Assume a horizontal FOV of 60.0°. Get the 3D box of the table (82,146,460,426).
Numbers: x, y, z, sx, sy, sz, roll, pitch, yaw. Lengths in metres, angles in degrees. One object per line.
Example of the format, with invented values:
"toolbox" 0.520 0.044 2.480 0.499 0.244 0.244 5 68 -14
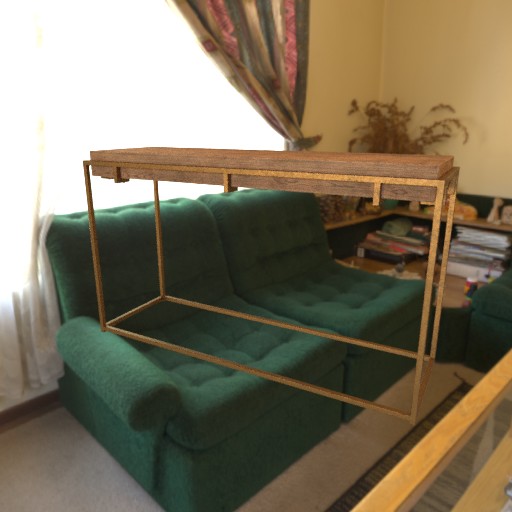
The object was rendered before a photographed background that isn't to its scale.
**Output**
"table" 0.000 0.000 1.807 1.400 0.820 0.440 9 19 27
